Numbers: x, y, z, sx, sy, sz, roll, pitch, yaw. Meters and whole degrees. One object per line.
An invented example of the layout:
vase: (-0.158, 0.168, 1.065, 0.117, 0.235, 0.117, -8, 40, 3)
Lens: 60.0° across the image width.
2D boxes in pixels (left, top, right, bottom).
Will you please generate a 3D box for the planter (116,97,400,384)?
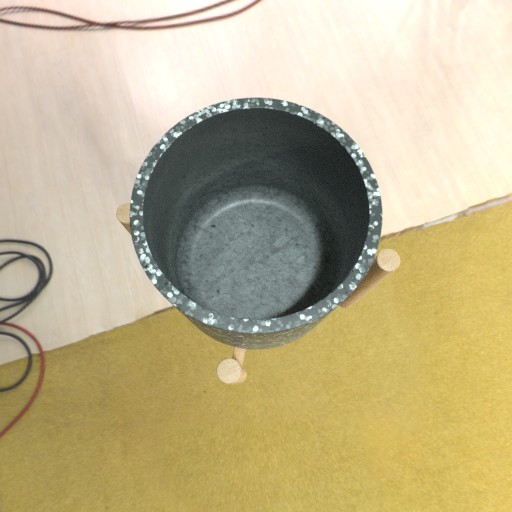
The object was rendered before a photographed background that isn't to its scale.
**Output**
planter: (0.000, 0.000, 0.544, 0.284, 0.320, 0.284, 32, 77, 9)
